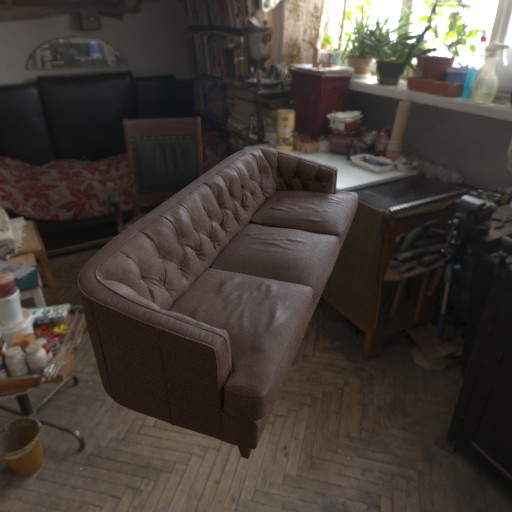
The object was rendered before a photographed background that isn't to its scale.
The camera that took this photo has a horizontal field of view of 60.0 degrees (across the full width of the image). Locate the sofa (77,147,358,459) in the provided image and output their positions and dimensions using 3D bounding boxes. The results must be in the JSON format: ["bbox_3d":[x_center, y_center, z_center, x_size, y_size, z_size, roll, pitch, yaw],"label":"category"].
[{"bbox_3d":[0.000,0.000,2.684,0.927,0.787,2.227,10,31,18],"label":"sofa"}]
